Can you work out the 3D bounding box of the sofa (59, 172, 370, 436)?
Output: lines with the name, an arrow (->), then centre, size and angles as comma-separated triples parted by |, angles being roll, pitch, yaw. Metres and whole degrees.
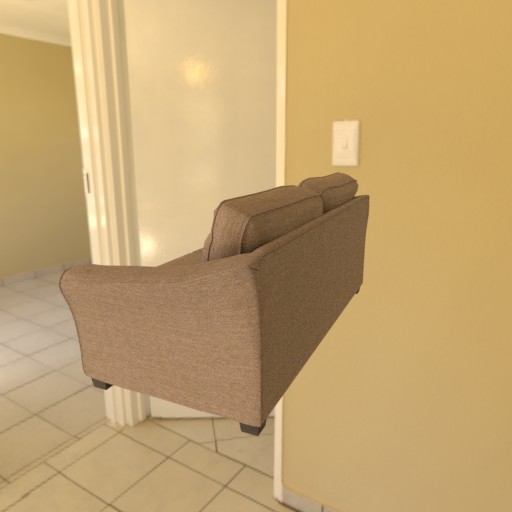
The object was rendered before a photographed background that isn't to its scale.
sofa -> 0.000, 0.000, 2.774 | 0.980, 0.965, 2.270 | 6, 16, 24
